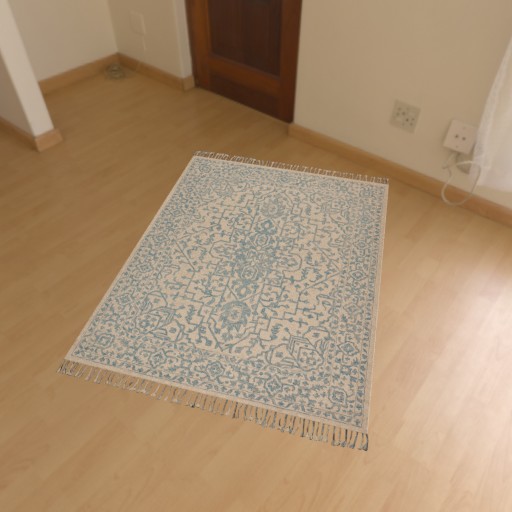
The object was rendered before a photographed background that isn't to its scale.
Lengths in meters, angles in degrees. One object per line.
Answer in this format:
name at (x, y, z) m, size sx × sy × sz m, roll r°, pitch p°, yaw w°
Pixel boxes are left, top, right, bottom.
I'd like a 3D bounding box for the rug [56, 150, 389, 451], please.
rug at (0.000, 0.000, 4.417) m, size 2.464 × 0.010 × 3.327 m, roll 11°, pitch 47°, yaw 10°
